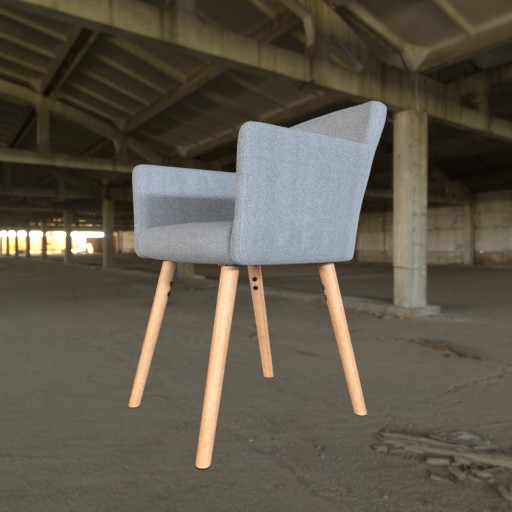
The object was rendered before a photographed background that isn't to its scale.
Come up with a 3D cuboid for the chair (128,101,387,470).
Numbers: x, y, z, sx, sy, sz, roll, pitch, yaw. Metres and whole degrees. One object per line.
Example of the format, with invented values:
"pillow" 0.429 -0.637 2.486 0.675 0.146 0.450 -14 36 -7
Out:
"chair" 0.000 0.000 1.130 0.540 0.780 0.570 -1 2 -35
